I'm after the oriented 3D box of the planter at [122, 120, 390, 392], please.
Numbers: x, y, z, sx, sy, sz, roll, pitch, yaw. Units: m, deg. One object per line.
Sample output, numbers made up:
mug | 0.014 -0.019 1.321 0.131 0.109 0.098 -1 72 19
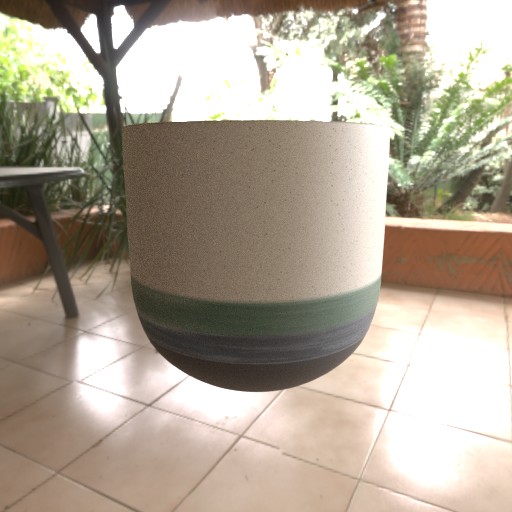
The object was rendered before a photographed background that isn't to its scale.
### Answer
planter | 0.000 0.000 0.488 0.268 0.270 0.268 0 13 0
